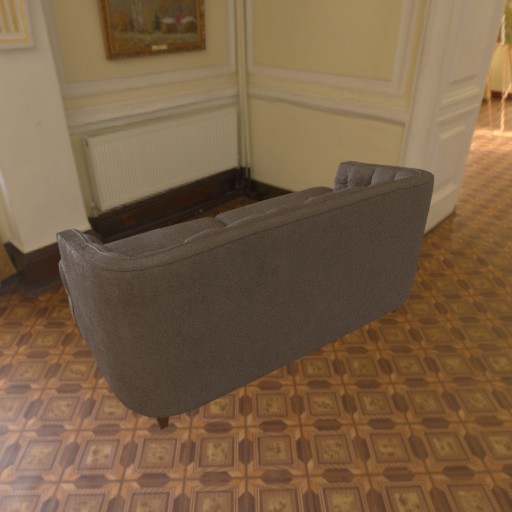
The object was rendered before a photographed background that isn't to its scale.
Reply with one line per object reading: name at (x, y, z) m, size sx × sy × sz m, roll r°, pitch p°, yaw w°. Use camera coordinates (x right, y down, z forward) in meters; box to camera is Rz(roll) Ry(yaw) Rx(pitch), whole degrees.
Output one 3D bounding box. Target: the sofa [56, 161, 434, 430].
sofa at (0.000, 0.000, 2.246) m, size 1.733 × 0.855 × 0.941 m, roll -19°, pitch 35°, yaw -29°
